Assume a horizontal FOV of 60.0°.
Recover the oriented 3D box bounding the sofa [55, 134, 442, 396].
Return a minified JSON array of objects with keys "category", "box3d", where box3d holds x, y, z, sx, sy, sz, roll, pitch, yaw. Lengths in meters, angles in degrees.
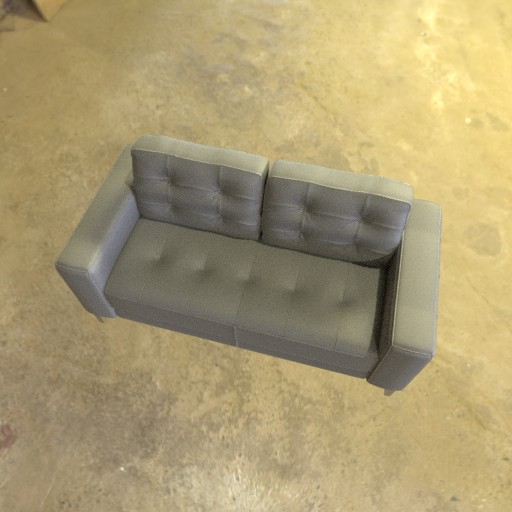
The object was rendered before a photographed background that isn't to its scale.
[{"category":"sofa","box3d":[0.000,0.000,2.250,1.726,0.893,0.833,13,58,8]}]
